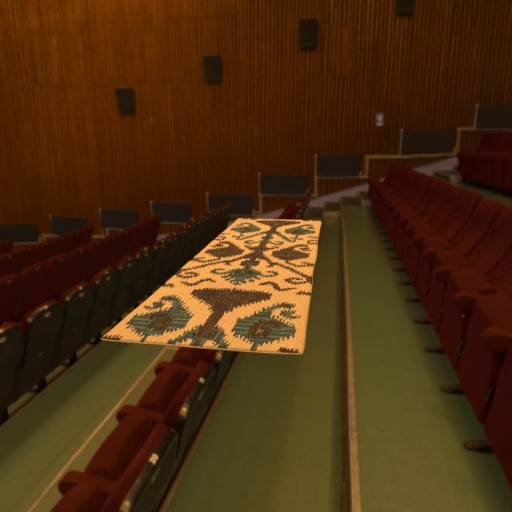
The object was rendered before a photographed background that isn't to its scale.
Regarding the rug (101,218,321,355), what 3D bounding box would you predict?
[{"bbox_3d":[0.000,0.000,2.549,0.692,0.017,2.301,3,15,9],"label":"rug"}]
